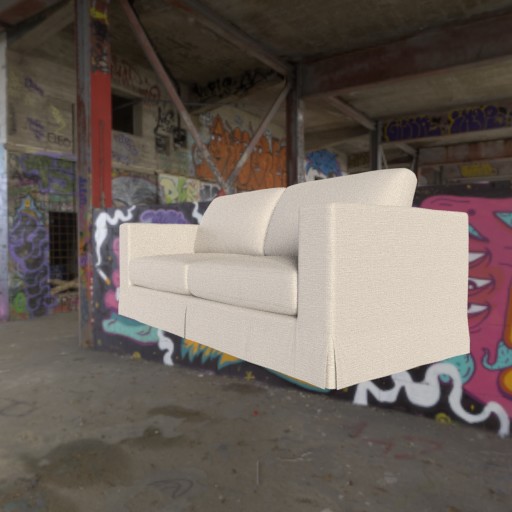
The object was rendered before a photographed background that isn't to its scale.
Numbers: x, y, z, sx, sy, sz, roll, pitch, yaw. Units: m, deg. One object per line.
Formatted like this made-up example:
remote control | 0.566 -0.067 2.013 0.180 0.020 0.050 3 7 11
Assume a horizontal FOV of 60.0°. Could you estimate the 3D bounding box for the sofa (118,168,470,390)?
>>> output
sofa | 0.000 0.000 2.673 0.954 0.881 2.163 -1 2 -36
